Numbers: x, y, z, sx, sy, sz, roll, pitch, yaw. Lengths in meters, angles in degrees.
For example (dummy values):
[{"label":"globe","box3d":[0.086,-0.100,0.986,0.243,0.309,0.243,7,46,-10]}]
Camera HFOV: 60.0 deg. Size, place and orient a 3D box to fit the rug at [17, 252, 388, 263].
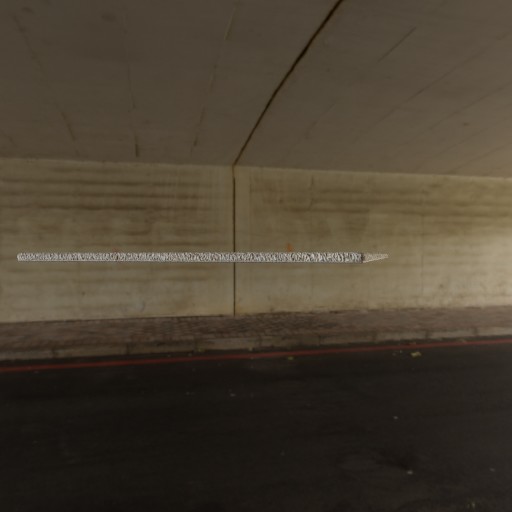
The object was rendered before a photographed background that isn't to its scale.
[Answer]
[{"label":"rug","box3d":[0.000,0.000,2.232,1.219,0.030,1.778,0,0,19]}]
